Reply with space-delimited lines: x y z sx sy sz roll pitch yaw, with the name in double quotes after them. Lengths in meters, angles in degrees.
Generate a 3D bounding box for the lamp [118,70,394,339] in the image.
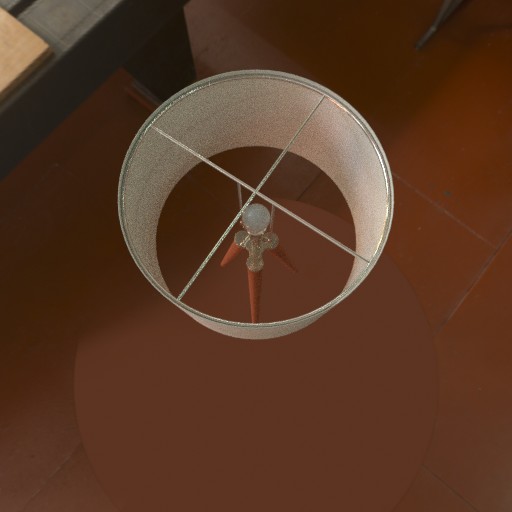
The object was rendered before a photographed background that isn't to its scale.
0.000 0.000 0.913 0.354 0.709 0.355 -15 77 -4 "lamp"
